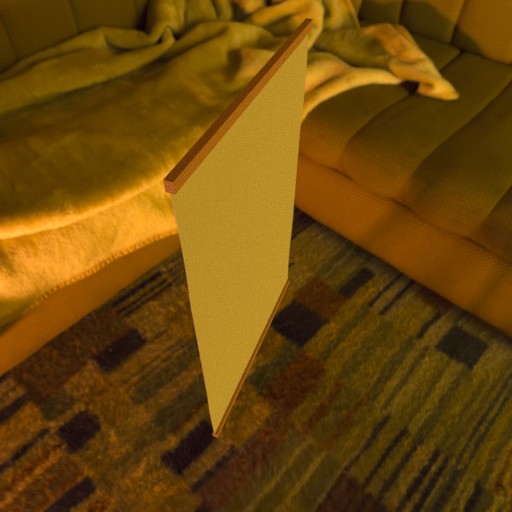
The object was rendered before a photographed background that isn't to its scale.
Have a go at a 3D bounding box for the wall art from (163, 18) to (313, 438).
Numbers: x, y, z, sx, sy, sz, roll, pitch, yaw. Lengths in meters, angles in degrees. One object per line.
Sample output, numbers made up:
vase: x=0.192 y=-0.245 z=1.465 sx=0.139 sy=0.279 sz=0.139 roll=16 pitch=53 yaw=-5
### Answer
wall art: x=0.000 y=0.000 z=1.850 sx=0.025 sy=1.521 sz=1.011 roll=17 pitch=50 yaw=15
